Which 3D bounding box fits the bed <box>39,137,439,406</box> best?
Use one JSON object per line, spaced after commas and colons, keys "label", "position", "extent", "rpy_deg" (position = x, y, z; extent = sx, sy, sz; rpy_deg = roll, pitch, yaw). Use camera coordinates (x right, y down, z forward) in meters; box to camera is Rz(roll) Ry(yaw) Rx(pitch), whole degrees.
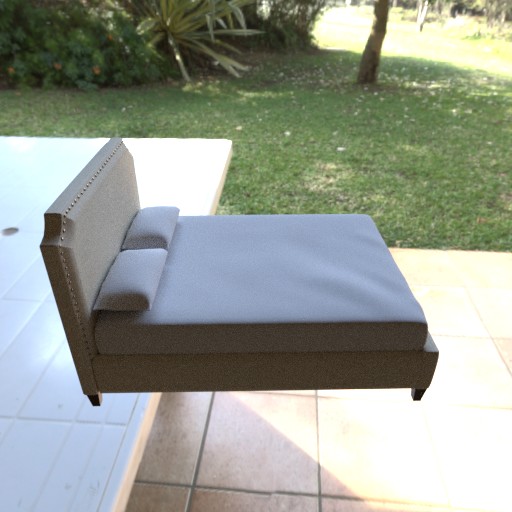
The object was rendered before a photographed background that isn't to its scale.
{"label": "bed", "position": [0.000, 0.000, 3.448], "extent": [2.381, 1.457, 1.713], "rpy_deg": [-1, 31, -1]}
